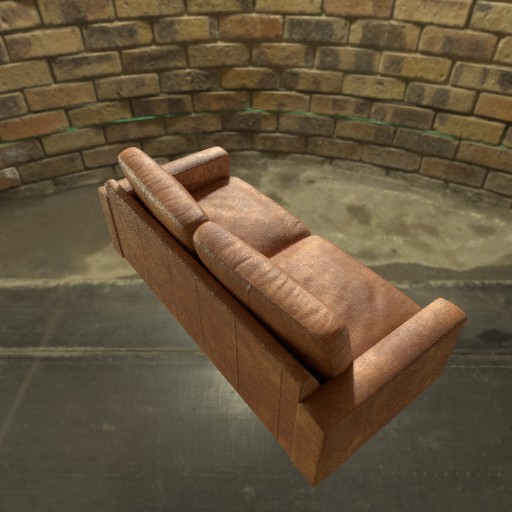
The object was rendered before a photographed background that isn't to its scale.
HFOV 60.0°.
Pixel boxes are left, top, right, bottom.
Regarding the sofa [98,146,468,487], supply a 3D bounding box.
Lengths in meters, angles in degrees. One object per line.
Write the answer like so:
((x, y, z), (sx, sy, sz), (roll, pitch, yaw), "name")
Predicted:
((0.000, 0.000, 2.648), (1.016, 0.873, 2.179), (-27, 49, -27), "sofa")
